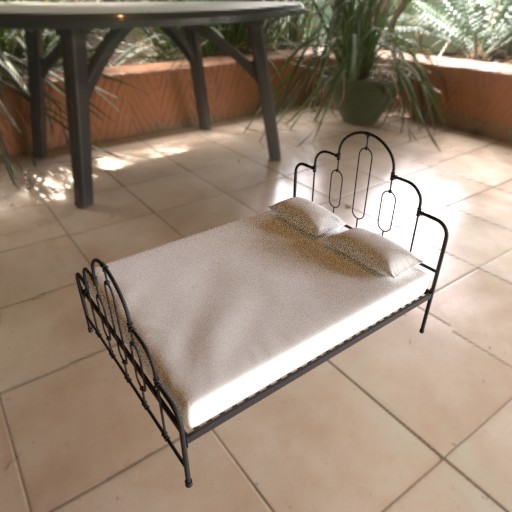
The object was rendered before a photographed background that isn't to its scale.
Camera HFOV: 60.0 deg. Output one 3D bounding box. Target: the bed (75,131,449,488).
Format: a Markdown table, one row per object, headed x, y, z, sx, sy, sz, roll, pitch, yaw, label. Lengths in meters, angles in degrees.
| x | y | z | sx | sy | sz | roll | pitch | yaw | label |
| --- | --- | --- | --- | --- | --- | --- | --- | --- | --- |
| 0.000 | 0.000 | 3.185 | 2.163 | 1.429 | 1.640 | -21 | 37 | -31 | bed |
